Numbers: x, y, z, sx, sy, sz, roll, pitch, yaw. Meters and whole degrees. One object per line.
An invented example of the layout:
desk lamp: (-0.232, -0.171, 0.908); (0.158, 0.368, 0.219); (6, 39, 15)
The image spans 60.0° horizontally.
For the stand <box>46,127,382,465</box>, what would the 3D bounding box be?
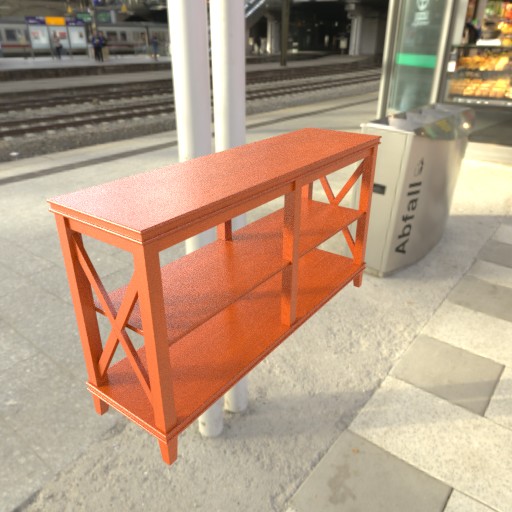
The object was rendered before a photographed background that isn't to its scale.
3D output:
stand: (0.000, 0.000, 1.743); (0.381, 0.762, 1.372); (18, 31, 32)
